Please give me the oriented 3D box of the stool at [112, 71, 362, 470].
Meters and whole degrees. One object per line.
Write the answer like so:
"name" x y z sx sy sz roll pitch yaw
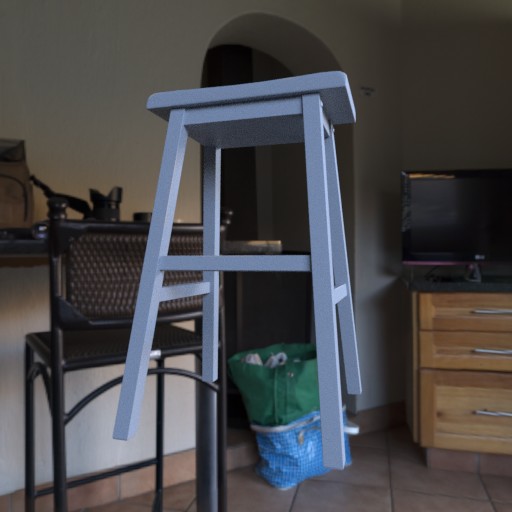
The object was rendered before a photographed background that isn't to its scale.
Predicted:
"stool" 0.000 0.000 1.053 0.457 0.737 0.476 0 -1 17
